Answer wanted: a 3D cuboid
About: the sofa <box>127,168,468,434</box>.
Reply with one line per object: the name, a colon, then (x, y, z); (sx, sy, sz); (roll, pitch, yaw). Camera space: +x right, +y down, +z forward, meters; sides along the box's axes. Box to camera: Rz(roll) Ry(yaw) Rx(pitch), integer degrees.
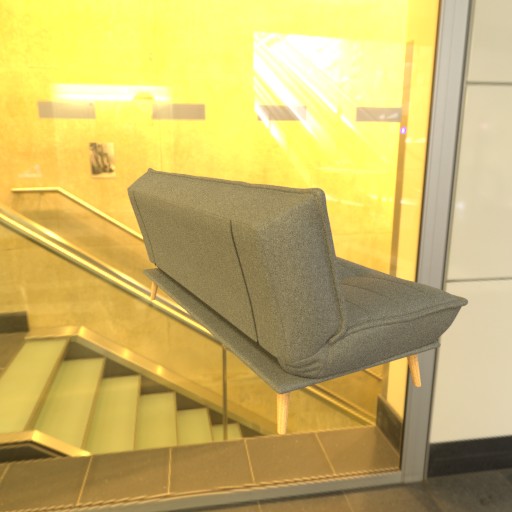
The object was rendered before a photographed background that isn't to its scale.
sofa: (0.000, 0.000, 2.404); (0.950, 0.890, 1.940); (-7, 15, -28)
